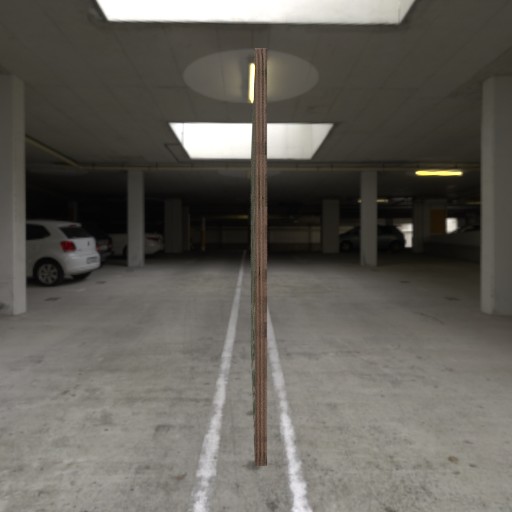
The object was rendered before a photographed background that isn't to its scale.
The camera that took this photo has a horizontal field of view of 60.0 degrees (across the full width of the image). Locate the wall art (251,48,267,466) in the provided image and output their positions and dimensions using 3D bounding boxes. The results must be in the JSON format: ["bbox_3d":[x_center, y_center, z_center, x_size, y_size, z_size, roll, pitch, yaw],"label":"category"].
[{"bbox_3d":[0.000,0.000,0.687,0.012,0.408,0.508,0,0,-1],"label":"wall art"}]
